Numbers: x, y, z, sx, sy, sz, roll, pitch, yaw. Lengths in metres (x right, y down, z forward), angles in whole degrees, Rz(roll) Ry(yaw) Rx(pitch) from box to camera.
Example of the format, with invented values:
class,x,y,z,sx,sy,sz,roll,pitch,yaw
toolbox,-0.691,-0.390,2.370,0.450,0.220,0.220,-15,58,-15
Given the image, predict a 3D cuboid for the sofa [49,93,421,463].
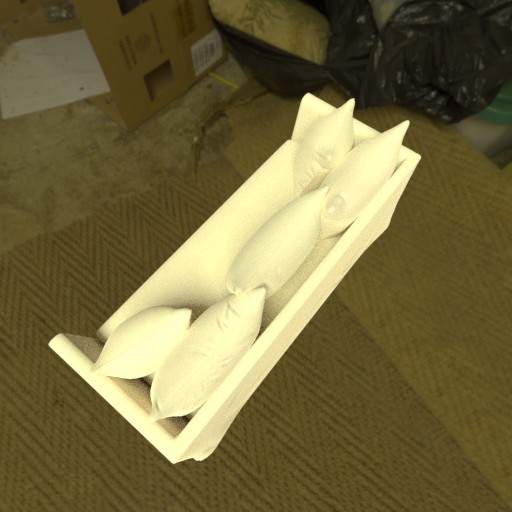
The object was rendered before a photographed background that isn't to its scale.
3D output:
class,x,y,z,sx,sy,sz,roll,pitch,yaw
sofa,0.000,0.000,2.958,1.030,1.042,2.484,36,68,16
